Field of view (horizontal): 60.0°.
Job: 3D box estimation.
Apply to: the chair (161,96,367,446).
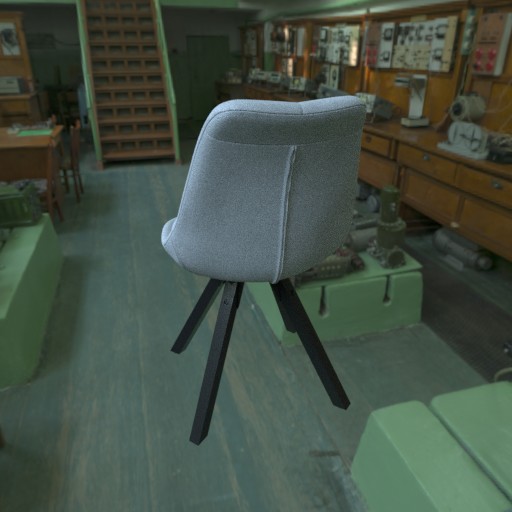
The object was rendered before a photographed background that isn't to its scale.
[{"bbox_3d":[0.000,0.000,1.190,0.485,0.850,0.550,-8,26,-16],"label":"chair"}]
